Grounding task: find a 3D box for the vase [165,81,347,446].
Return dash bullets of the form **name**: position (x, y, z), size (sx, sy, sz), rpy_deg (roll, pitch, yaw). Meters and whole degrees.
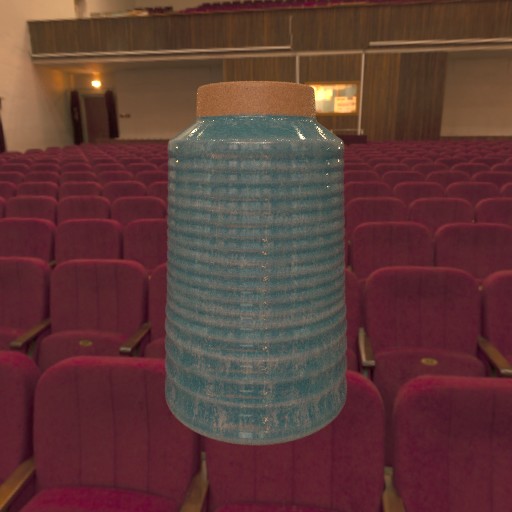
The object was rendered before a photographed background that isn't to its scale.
- **vase**: position (0.000, 0.000, 0.376), size (0.163, 0.267, 0.163), rpy_deg (0, 14, 0)
